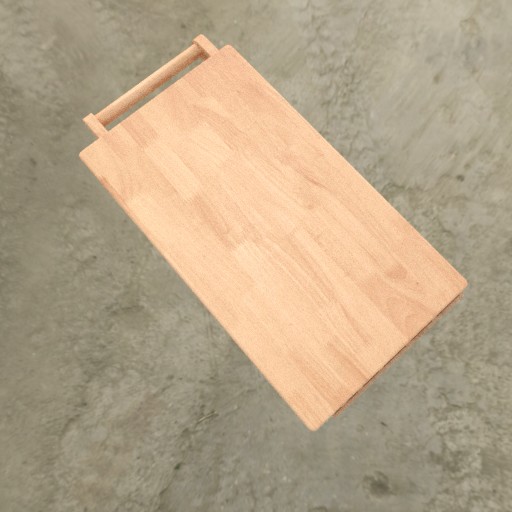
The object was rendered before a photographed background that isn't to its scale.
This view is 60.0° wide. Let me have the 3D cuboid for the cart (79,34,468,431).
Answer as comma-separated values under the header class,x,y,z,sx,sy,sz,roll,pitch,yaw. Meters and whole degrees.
class,x,y,z,sx,sy,sz,roll,pitch,yaw
cart,0.000,0.000,1.357,0.432,0.879,0.853,-40,79,-9
